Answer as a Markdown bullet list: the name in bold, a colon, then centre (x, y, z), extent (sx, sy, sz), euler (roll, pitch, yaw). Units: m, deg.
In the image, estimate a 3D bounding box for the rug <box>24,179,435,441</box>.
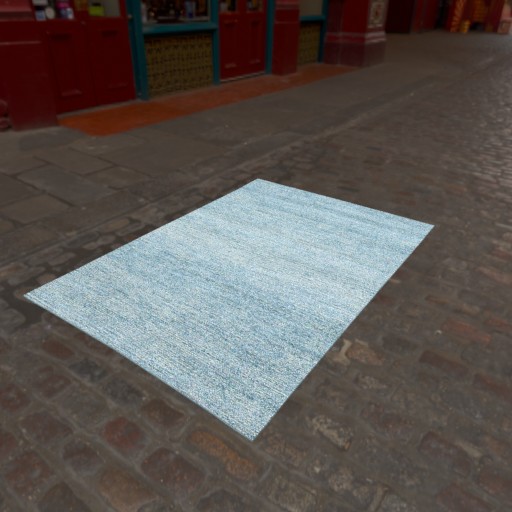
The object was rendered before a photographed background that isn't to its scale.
- **rug**: centre (0.000, 0.000, 2.876), extent (1.611, 0.026, 2.260), euler (21, 37, 31)
